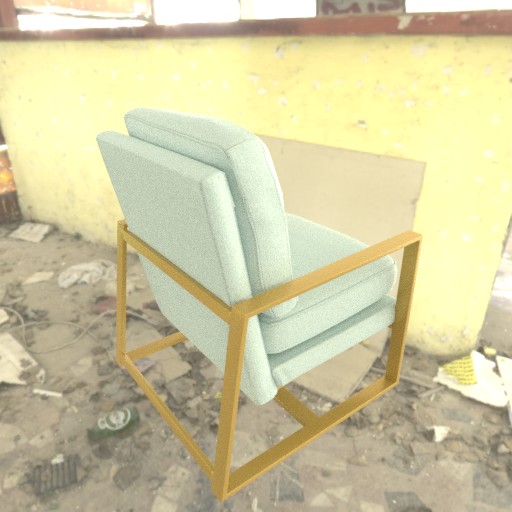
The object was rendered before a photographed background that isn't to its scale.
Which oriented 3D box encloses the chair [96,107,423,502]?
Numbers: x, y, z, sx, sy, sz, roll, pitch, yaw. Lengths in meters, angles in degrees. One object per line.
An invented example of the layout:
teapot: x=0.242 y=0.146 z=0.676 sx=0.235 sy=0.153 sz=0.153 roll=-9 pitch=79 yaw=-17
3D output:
chair: x=0.000 y=0.000 z=1.484 sx=0.813 sy=0.956 sz=0.758 roll=-18 pitch=31 yaw=-33
